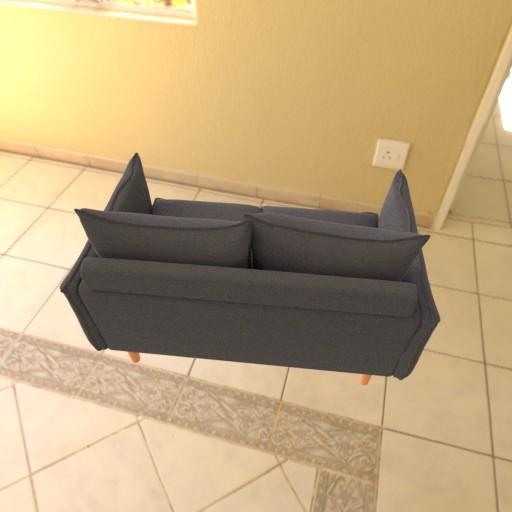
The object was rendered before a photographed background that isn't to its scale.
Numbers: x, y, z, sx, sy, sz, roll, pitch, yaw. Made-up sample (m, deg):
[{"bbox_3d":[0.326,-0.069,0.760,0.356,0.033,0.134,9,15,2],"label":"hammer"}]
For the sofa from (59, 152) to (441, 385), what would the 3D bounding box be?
[{"bbox_3d":[0.000,0.000,1.878,1.300,0.840,0.820,4,47,4],"label":"sofa"}]
